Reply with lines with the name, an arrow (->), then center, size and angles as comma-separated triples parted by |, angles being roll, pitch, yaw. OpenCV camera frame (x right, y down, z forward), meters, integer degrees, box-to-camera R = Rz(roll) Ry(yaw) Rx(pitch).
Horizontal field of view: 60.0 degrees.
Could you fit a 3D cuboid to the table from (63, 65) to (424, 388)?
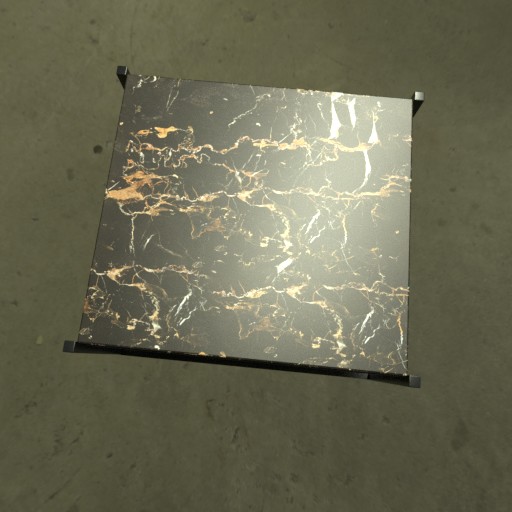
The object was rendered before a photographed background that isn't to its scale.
table -> 0.000, 0.000, 0.884 | 0.469, 0.534, 0.432 | 5, 77, 1
